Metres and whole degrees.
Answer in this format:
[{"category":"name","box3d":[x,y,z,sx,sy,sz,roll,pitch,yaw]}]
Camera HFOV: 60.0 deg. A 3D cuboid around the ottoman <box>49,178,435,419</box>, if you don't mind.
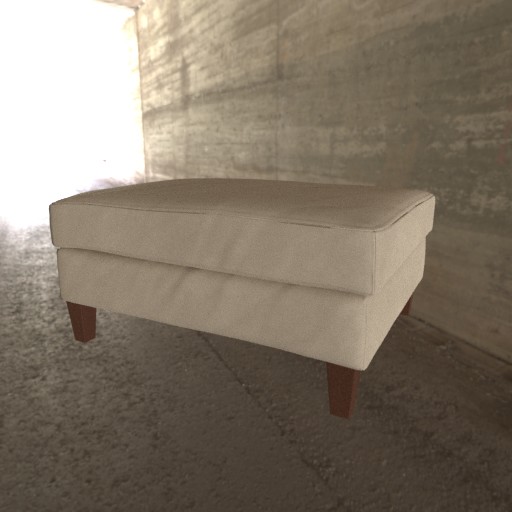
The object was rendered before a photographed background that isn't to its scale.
[{"category":"ottoman","box3d":[0.000,0.000,1.475,1.002,0.492,0.836,7,16,27]}]
